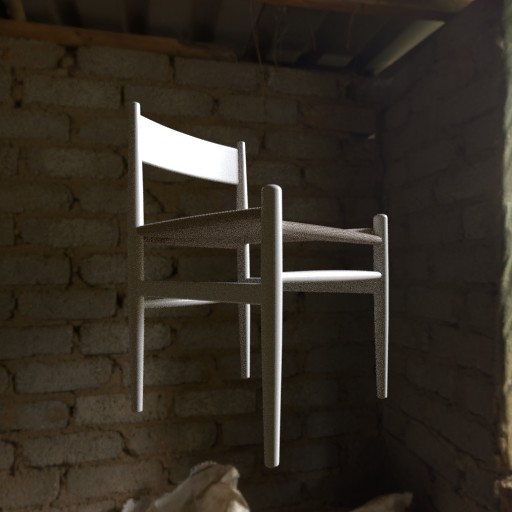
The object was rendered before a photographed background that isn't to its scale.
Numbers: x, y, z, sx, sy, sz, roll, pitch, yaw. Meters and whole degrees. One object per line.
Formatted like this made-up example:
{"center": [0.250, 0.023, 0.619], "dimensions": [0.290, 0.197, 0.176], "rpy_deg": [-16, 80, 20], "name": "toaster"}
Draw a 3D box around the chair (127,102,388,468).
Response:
{"center": [0.000, 0.000, 1.133], "dimensions": [0.495, 0.762, 0.556], "rpy_deg": [-1, -2, 37], "name": "chair"}
